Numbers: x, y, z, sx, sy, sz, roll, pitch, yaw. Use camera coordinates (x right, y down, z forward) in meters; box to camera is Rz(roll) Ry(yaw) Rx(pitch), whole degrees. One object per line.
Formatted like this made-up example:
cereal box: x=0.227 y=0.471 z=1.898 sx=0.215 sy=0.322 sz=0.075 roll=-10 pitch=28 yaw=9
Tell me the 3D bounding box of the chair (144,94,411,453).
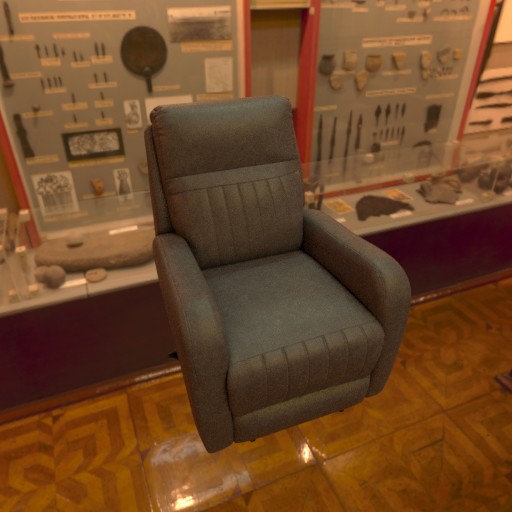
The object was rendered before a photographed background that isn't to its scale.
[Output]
chair: x=0.000 y=0.000 z=1.825 sx=0.865 sy=1.067 sz=1.067 roll=-12 pitch=34 yaw=-17
